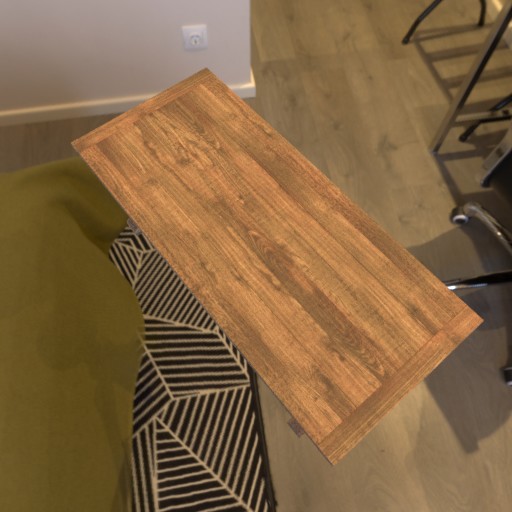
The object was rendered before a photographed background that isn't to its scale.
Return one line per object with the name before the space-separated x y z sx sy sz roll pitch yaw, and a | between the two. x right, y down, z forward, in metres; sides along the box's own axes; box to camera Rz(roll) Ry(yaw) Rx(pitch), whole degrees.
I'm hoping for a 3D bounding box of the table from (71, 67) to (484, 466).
table | 0.000 0.000 2.483 0.907 0.733 2.031 -36 69 -16
